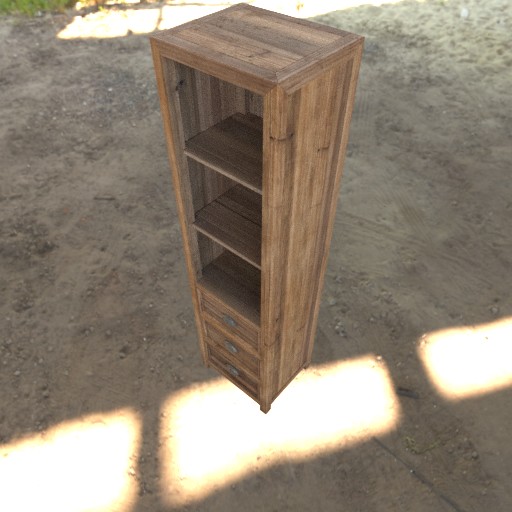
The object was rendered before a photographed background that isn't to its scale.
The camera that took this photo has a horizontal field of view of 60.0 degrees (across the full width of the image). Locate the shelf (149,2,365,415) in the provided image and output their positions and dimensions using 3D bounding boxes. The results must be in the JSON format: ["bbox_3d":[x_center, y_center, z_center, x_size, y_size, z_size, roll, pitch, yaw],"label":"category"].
[{"bbox_3d":[0.000,0.000,2.016,0.500,1.900,0.428,32,54,27],"label":"shelf"}]
